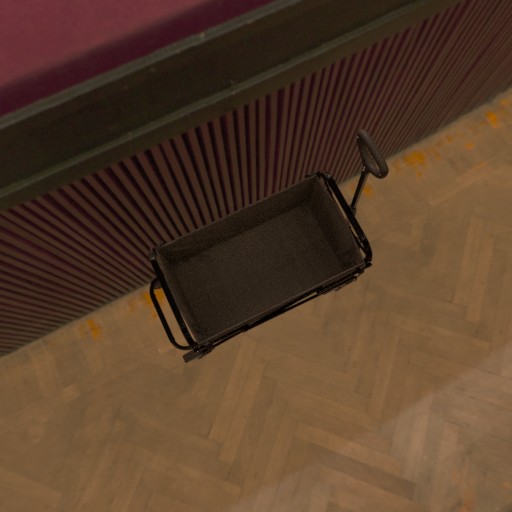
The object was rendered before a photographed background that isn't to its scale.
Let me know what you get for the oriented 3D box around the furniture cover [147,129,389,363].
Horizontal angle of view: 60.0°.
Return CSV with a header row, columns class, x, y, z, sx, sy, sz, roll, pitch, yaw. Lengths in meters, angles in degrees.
class,x,y,z,sx,sy,sz,roll,pitch,yaw
furniture cover,0.000,0.000,1.837,1.038,1.295,0.532,-26,78,-6
